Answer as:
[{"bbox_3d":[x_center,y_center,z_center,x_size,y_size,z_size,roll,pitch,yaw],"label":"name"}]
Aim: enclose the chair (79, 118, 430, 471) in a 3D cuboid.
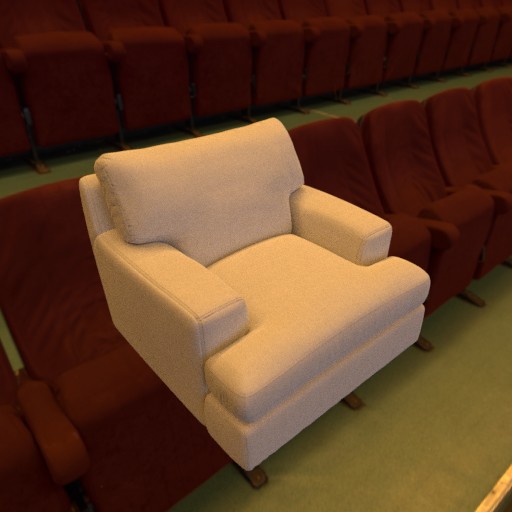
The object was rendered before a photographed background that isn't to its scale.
[{"bbox_3d":[0.000,0.000,1.983,1.140,0.930,1.158,-24,38,-34],"label":"chair"}]
